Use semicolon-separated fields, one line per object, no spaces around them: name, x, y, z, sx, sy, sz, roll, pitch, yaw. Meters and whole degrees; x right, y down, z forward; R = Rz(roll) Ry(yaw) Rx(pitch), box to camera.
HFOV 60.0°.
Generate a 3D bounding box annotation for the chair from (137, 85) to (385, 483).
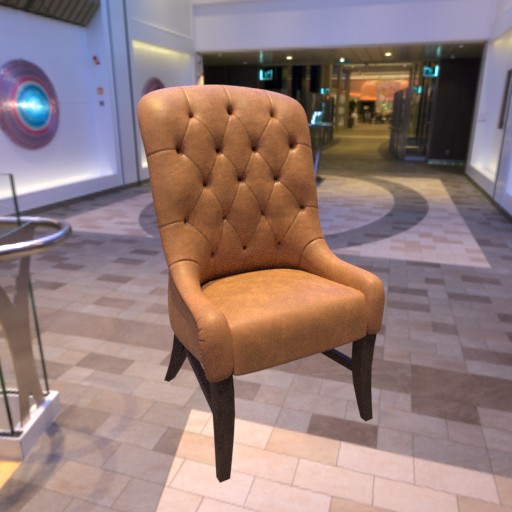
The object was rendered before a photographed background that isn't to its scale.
chair;0.000;0.000;1.481;0.634;1.091;0.629;-10;21;-27
